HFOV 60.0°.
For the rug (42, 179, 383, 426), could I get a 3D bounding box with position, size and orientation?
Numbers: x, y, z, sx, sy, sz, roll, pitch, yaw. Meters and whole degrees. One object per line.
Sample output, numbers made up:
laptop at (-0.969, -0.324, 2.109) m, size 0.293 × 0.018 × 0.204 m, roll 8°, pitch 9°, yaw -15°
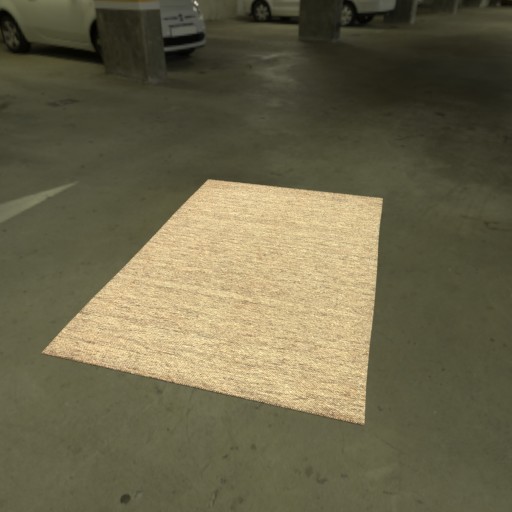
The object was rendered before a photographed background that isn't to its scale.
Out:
rug at (0.000, 0.000, 2.912) m, size 1.547 × 0.013 × 2.283 m, roll 8°, pitch 33°, yaw 13°
